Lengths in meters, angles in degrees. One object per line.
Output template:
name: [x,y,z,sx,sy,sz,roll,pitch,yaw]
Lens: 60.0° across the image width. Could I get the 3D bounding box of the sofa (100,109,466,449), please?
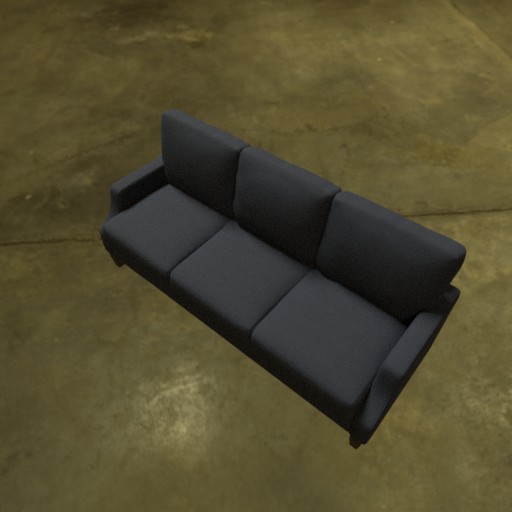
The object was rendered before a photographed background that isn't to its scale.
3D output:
sofa: [0.000,0.000,2.643,2.115,0.984,0.888,32,54,26]
